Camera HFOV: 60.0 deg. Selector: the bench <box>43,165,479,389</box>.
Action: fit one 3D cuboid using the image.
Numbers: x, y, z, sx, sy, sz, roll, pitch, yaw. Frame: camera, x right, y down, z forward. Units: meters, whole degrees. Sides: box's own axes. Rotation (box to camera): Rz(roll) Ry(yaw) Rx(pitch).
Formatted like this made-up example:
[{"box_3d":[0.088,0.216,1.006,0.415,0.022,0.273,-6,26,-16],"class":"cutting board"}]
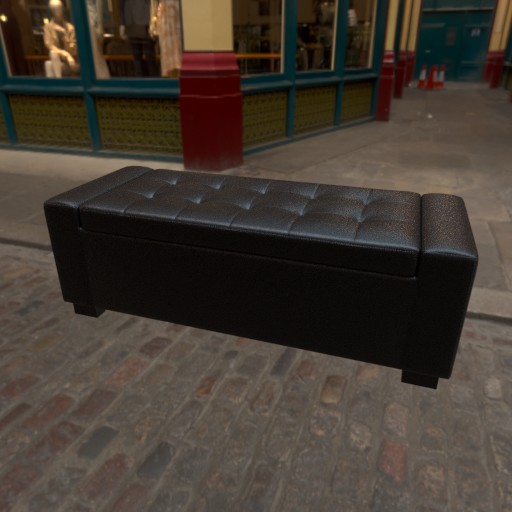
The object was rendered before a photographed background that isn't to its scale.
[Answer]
[{"box_3d":[0.000,0.000,1.540,1.296,0.445,0.508,8,27,17],"class":"bench"}]
